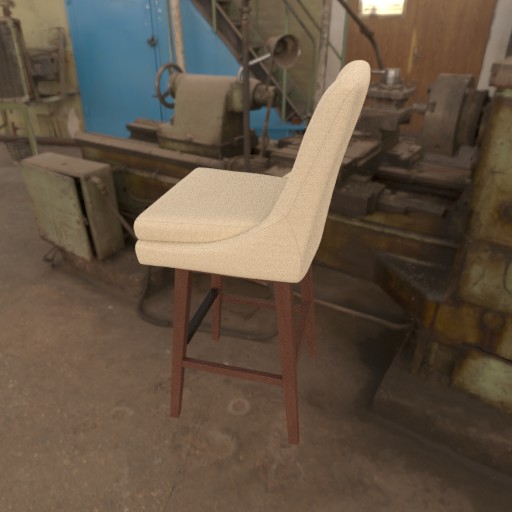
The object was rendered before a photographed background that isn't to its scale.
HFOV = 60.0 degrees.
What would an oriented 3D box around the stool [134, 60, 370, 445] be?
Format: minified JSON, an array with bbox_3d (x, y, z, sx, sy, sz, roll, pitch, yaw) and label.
[{"bbox_3d":[0.000,0.000,1.368,0.559,1.093,0.483,7,30,13],"label":"stool"}]
